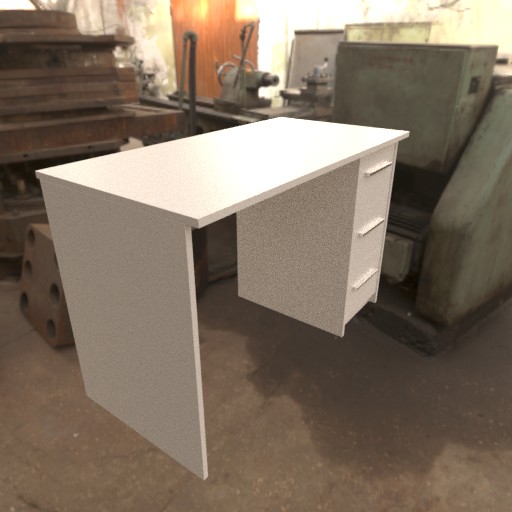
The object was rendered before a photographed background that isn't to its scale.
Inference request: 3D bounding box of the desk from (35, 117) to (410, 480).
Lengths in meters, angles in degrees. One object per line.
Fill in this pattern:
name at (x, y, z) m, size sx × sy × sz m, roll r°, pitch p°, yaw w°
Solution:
desk at (0.000, 0.000, 1.513) m, size 0.560 × 0.735 × 1.097 m, roll 18°, pitch 31°, yaw 33°
